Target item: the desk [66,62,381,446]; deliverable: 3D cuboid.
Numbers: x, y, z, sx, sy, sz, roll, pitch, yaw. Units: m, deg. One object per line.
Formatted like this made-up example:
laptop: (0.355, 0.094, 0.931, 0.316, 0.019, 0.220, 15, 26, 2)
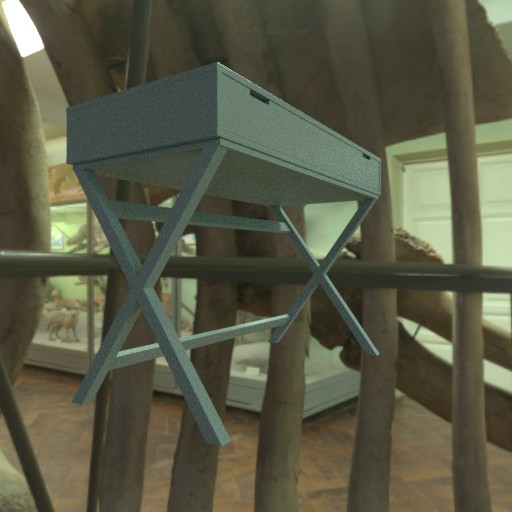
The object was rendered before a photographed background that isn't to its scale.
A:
desk: (0.000, 0.000, 1.472, 0.509, 0.780, 1.059, 0, 0, 33)
